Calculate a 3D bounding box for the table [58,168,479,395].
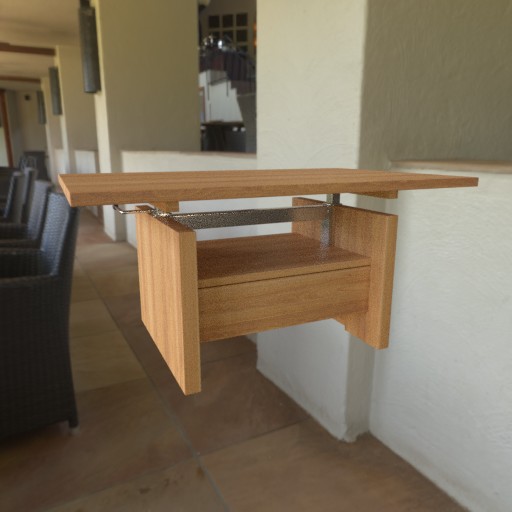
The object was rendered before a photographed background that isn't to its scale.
[{"bbox_3d":[0.000,0.000,1.426,1.100,0.510,0.700,-6,15,-24],"label":"table"}]
